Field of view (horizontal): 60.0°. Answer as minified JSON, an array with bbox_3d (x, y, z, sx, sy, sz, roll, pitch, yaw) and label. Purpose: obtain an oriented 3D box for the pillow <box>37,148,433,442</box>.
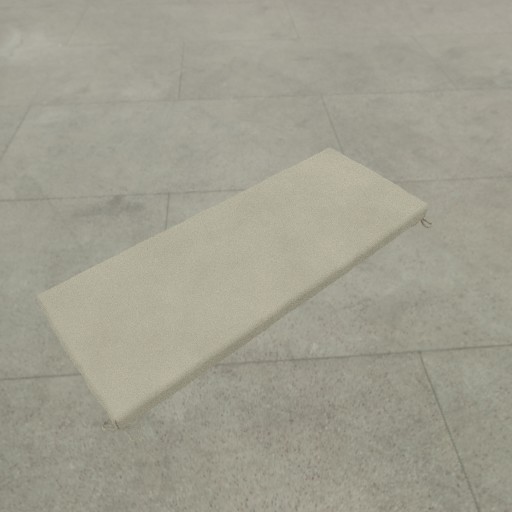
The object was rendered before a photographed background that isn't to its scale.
[{"bbox_3d":[0.000,0.000,1.331,1.187,0.081,0.492,-31,53,-26],"label":"pillow"}]
